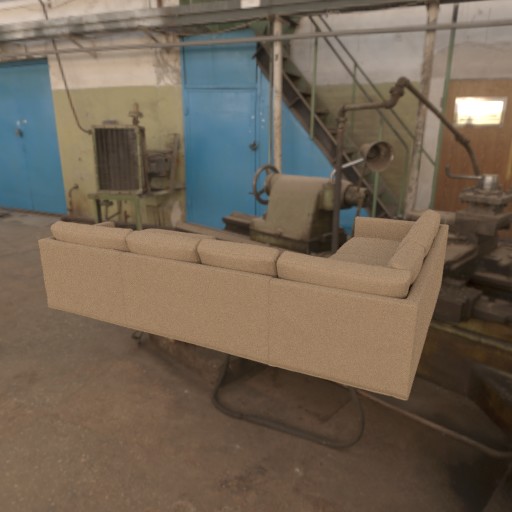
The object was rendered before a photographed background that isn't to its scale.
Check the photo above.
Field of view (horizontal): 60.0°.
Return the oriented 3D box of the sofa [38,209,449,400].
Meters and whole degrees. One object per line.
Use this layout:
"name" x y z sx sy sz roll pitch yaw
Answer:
"sofa" 0.000 0.000 4.561 3.460 0.882 2.427 9 19 25
